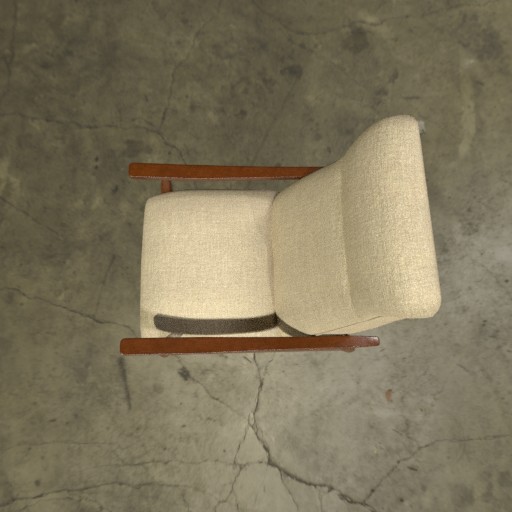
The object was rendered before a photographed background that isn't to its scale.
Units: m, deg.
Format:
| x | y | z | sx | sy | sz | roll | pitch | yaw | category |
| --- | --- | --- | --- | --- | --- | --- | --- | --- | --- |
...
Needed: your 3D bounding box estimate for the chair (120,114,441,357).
| x | y | z | sx | sy | sz | roll | pitch | yaw | category |
| --- | --- | --- | --- | --- | --- | --- | --- | --- | --- |
| 0.000 | 0.000 | 1.786 | 1.014 | 1.082 | 0.762 | -1 | 75 | 0 | chair |
